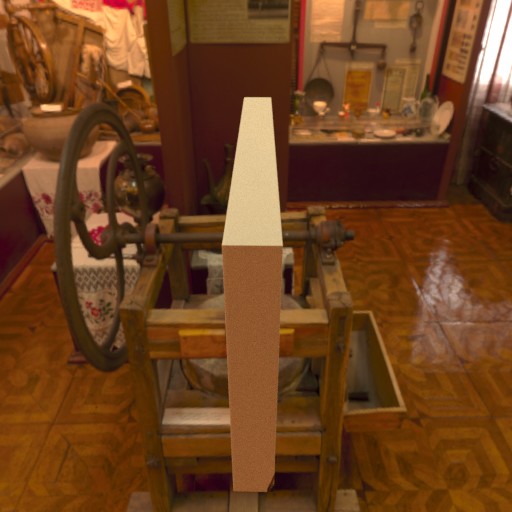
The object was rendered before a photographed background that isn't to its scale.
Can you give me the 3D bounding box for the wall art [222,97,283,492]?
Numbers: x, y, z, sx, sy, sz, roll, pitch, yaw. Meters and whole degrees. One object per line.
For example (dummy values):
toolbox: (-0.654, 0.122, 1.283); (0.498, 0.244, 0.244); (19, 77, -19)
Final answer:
wall art: (0.000, 0.000, 0.489); (0.039, 0.254, 0.384); (1, 32, 1)
